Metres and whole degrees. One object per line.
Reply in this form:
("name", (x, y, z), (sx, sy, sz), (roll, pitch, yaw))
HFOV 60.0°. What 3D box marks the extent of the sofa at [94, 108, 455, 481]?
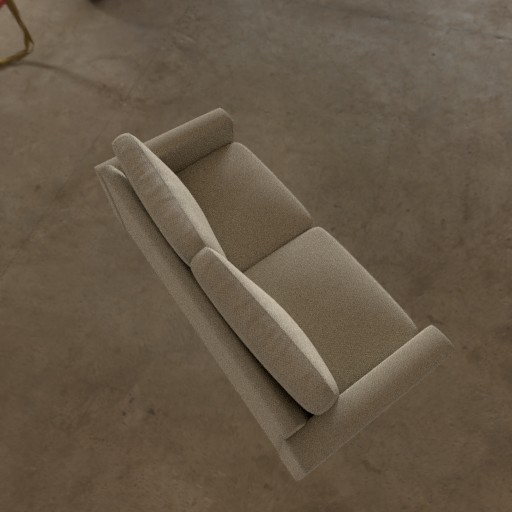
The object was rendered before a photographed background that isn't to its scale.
("sofa", (0.000, 0.000, 2.639), (1.016, 0.873, 2.179), (-32, 64, -17))
